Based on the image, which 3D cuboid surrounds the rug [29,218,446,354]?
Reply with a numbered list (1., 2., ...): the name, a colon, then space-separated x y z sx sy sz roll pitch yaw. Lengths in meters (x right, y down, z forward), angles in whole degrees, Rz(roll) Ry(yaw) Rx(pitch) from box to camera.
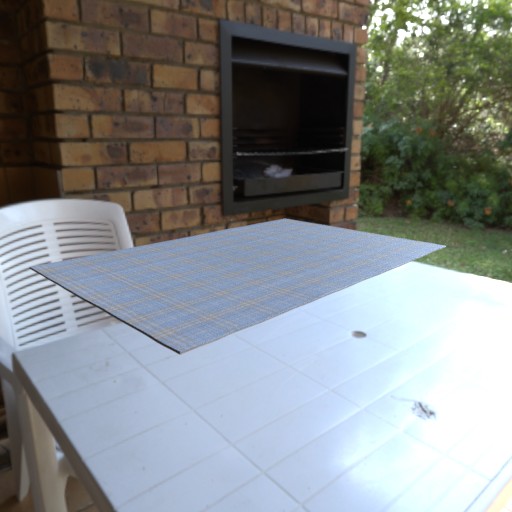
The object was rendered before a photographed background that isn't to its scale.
1. rug: 0.000 0.000 2.307 1.835 0.012 1.231 -14 21 -43
